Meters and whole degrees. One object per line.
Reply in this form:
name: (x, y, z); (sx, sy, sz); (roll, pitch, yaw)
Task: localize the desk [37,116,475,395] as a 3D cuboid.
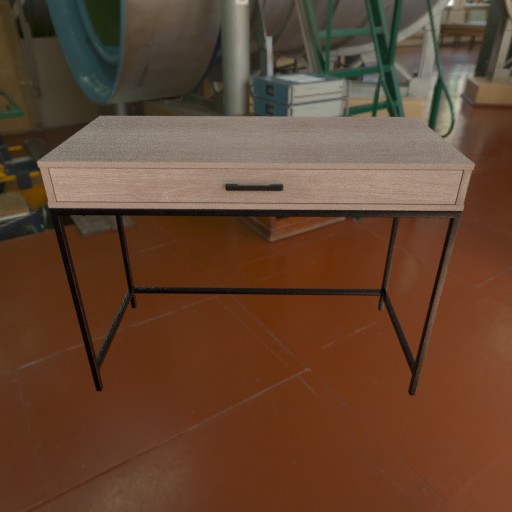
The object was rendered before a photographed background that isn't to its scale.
desk: (0.000, 0.000, 1.412); (1.016, 0.762, 0.470); (0, 30, 1)
